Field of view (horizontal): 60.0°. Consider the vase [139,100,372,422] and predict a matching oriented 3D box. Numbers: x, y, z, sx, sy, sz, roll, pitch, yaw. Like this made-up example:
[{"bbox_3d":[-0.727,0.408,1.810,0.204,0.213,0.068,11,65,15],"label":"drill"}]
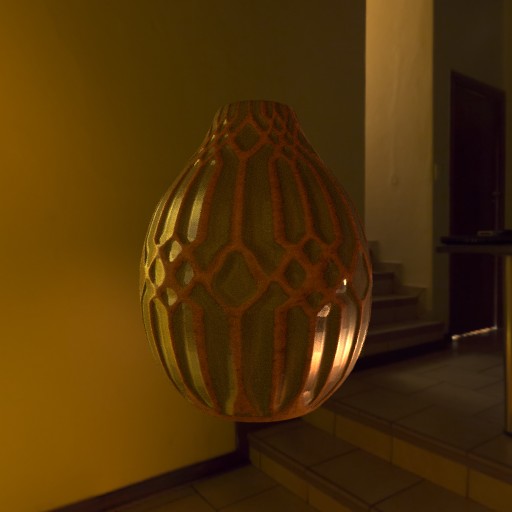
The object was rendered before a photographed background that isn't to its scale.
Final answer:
[{"bbox_3d":[0.000,0.000,0.136,0.069,0.088,0.069,0,1,0],"label":"vase"}]
